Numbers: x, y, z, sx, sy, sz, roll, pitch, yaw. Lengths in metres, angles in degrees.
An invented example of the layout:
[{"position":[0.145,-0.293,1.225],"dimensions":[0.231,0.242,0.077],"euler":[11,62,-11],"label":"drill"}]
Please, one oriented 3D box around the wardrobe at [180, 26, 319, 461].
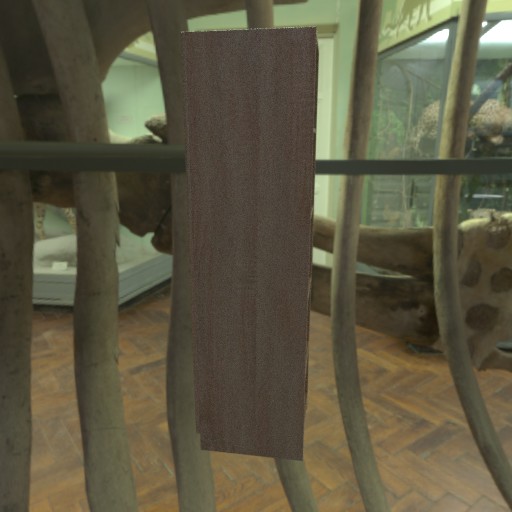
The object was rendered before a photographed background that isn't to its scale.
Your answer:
[{"position":[0.000,0.000,2.385],"dimensions":[0.588,2.117,0.496],"euler":[2,15,9],"label":"wardrobe"}]
